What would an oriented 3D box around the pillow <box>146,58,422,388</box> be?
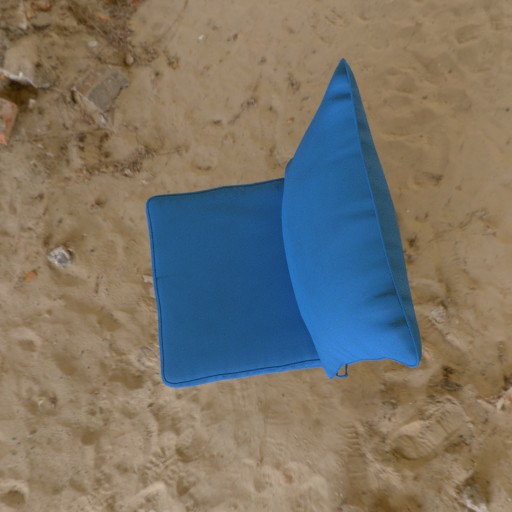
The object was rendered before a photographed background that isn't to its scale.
[{"bbox_3d":[0.000,0.000,1.341,0.733,0.725,0.798,-8,75,-2],"label":"pillow"}]
